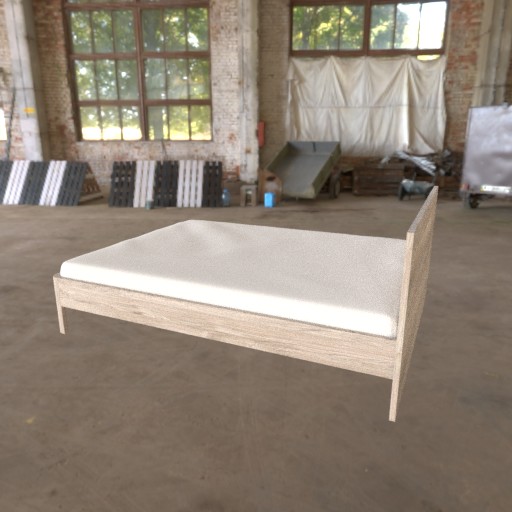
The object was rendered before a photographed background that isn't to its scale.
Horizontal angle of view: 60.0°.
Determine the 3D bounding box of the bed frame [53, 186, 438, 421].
[{"bbox_3d":[0.000,0.000,2.763,1.950,0.800,1.490,7,18,24],"label":"bed frame"}]
